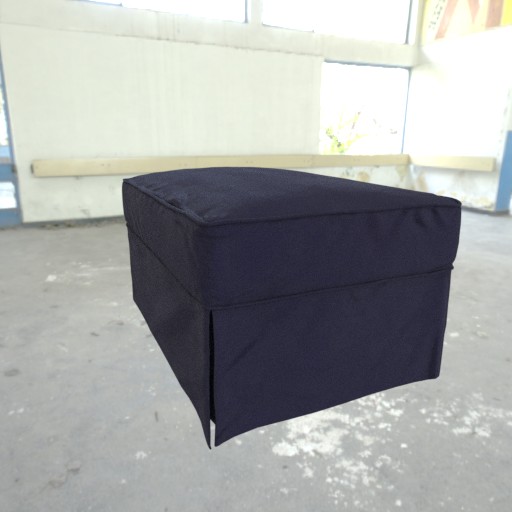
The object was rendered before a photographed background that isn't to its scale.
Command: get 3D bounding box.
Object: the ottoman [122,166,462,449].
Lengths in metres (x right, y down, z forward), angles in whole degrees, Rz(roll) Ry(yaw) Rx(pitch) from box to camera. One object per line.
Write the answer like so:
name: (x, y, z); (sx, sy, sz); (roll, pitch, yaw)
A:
ottoman: (0.000, 0.000, 1.309); (0.637, 0.503, 0.938); (-7, 16, -24)
